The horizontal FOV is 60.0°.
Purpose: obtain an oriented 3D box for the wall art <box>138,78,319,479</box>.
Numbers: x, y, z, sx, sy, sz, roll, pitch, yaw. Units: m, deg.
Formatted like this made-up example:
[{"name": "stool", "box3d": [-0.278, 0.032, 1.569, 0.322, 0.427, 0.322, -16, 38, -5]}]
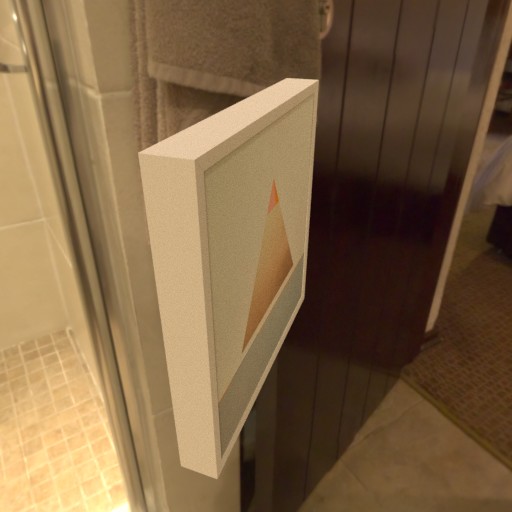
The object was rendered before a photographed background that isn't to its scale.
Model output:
[{"name": "wall art", "box3d": [0.000, 0.000, 0.463, 0.038, 0.304, 0.305, 11, 32, 18]}]
